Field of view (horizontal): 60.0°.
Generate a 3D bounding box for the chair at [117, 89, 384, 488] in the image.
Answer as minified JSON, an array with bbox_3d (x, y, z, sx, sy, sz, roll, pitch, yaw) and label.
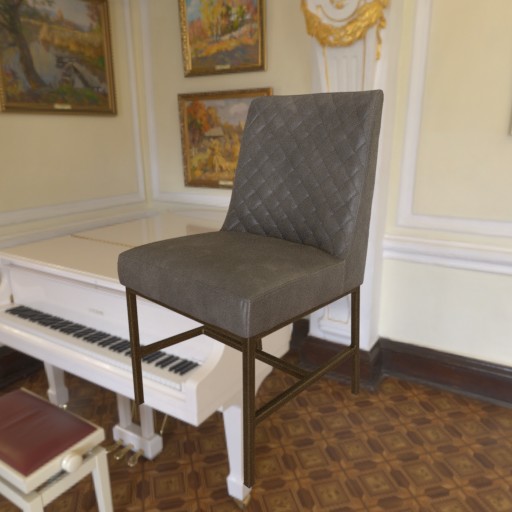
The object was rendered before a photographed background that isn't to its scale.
[{"bbox_3d":[0.000,0.000,1.230,0.508,0.889,0.587,14,21,42],"label":"chair"}]
